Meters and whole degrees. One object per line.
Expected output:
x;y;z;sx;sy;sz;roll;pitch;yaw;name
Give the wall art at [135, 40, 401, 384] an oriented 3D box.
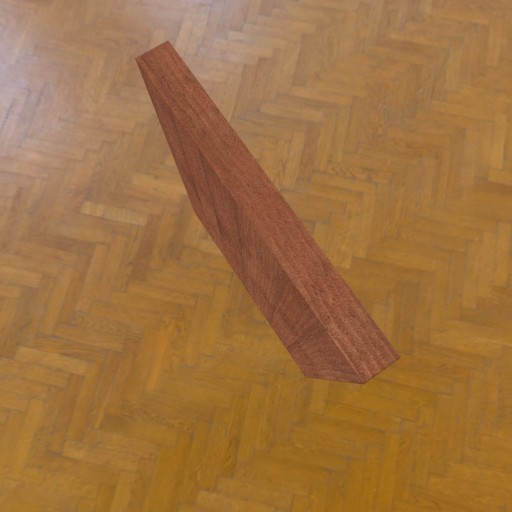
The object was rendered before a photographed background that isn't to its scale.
0.000;0.000;0.624;0.039;0.449;0.377;-33;78;-8;wall art
